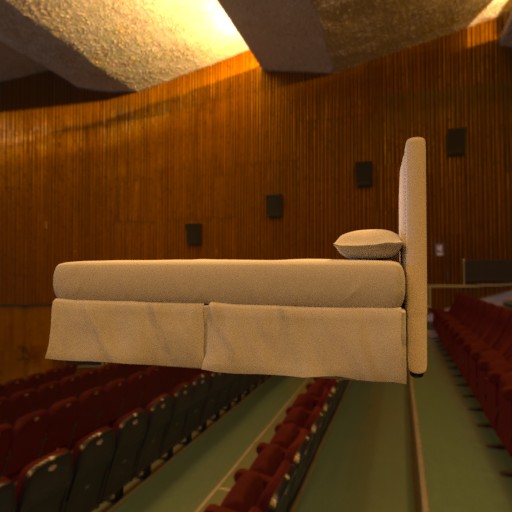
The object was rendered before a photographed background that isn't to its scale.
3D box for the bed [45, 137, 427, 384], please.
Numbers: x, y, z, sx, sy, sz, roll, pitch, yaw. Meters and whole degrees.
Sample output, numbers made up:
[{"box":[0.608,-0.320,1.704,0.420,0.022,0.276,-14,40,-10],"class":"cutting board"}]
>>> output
[{"box":[0.000,0.000,3.597,2.477,1.437,1.977,0,-1,17],"class":"bed"}]
